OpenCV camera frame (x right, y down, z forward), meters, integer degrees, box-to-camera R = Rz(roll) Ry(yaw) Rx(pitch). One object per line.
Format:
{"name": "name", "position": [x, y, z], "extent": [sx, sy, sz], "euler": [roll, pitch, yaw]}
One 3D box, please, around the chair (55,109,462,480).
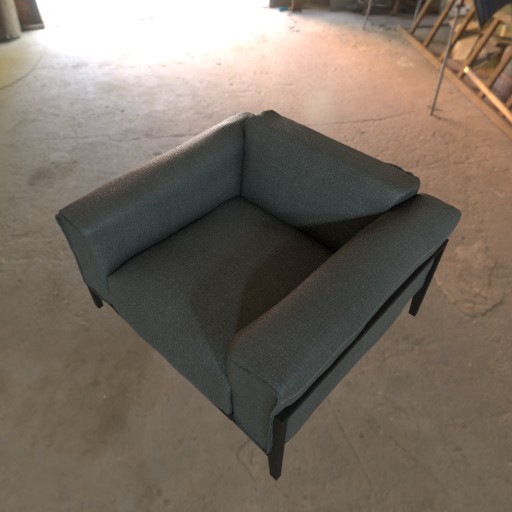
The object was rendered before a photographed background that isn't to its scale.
{"name": "chair", "position": [0.000, 0.000, 1.660], "extent": [1.056, 0.646, 0.969], "euler": [34, 55, 28]}
